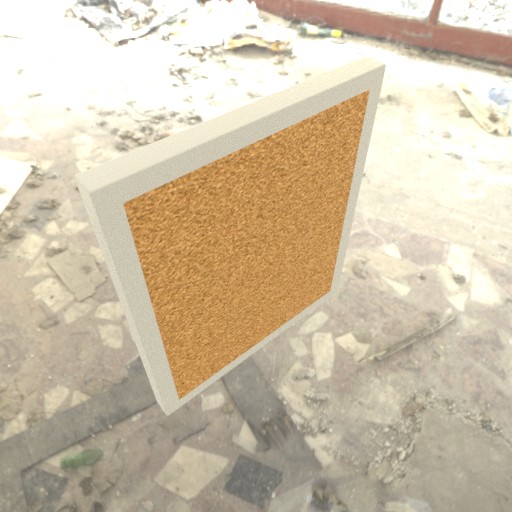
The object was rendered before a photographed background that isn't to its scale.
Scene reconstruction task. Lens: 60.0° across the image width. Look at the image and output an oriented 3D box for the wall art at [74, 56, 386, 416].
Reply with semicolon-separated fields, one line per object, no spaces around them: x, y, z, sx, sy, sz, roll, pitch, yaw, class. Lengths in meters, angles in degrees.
0.000;0.000;0.534;0.331;0.381;0.028;-31;54;-26;wall art
